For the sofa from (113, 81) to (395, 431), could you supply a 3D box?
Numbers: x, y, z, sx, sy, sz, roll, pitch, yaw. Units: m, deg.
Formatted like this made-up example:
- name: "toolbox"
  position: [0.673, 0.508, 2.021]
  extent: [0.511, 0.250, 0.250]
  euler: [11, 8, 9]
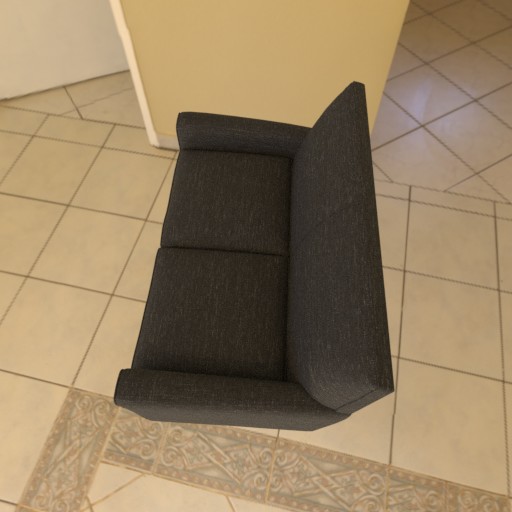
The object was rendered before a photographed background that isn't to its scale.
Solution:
- name: "sofa"
  position: [0.000, 0.000, 1.961]
  extent: [0.875, 0.846, 1.420]
  euler: [3, 58, 2]
